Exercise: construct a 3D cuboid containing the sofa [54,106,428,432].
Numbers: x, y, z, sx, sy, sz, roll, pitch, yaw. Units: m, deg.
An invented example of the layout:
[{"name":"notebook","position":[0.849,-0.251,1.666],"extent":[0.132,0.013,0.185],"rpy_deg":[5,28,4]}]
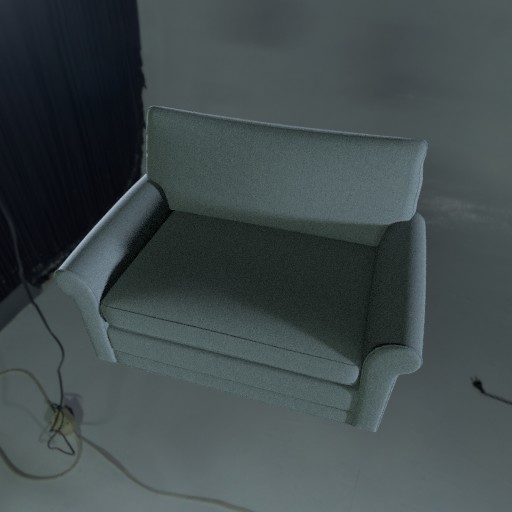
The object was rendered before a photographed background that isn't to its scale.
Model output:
[{"name":"sofa","position":[0.000,0.000,1.969],"extent":[1.410,0.953,0.940],"rpy_deg":[11,43,12]}]
